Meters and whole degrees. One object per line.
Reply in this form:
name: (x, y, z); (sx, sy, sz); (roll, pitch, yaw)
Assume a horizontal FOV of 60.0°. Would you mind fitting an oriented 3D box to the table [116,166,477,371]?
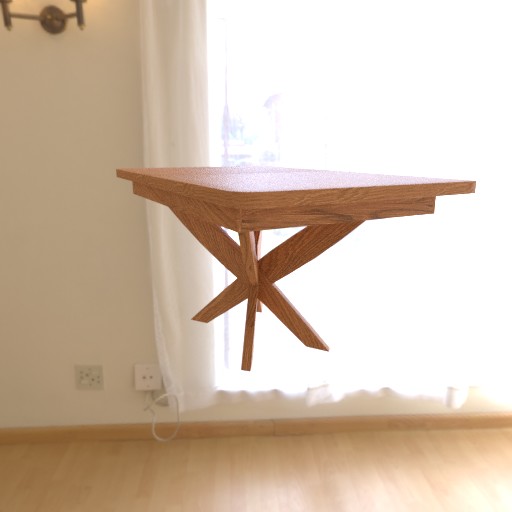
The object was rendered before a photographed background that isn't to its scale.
table: (0.000, 0.000, 2.094); (0.950, 0.770, 1.600); (-7, 15, -27)
